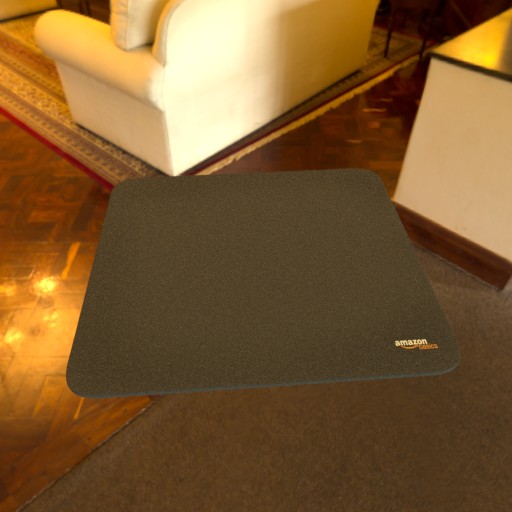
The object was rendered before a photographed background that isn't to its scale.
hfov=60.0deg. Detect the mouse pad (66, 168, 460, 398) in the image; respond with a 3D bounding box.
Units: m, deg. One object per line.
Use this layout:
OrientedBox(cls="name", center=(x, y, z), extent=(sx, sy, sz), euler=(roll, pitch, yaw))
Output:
OrientedBox(cls="mouse pad", center=(0.000, 0.000, 0.317), extent=(0.229, 0.003, 0.203), euler=(-3, 45, -3))
